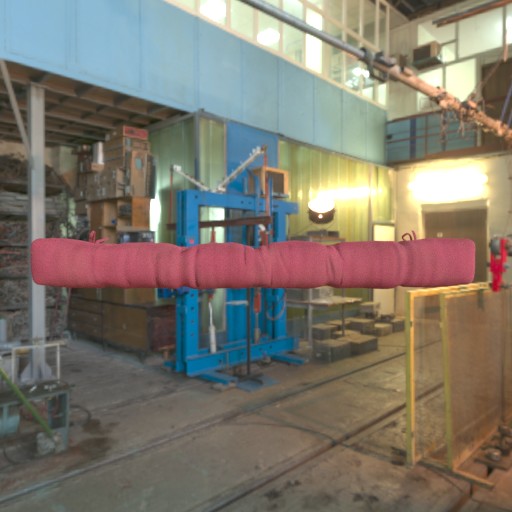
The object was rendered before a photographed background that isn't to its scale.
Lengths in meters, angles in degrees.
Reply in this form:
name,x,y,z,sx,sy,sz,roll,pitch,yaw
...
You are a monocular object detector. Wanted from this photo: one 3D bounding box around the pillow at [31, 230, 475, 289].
name,x,y,z,sx,sy,sz,roll,pitch,yaw
pillow,0.000,0.000,1.349,1.194,0.174,0.511,0,1,-1
